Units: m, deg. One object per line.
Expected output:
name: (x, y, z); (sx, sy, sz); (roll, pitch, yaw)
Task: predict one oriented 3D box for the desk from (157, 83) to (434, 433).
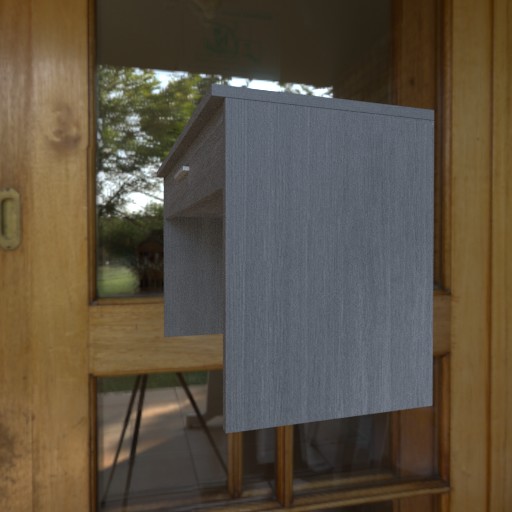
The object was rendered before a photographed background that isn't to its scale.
desk: (0.000, 0.000, 1.527); (0.557, 0.729, 1.099); (0, 1, -18)
